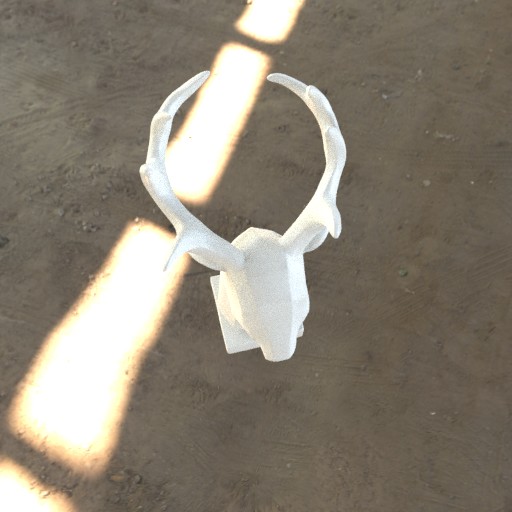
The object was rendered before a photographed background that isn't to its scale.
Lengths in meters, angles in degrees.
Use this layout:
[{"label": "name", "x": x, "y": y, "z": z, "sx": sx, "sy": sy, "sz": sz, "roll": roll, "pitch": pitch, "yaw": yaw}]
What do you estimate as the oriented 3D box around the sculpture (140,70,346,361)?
[{"label": "sculpture", "x": 0.000, "y": 0.000, "z": 0.466, "sx": 0.174, "sy": 0.329, "sz": 0.224, "roll": -13, "pitch": 64, "yaw": -6}]
